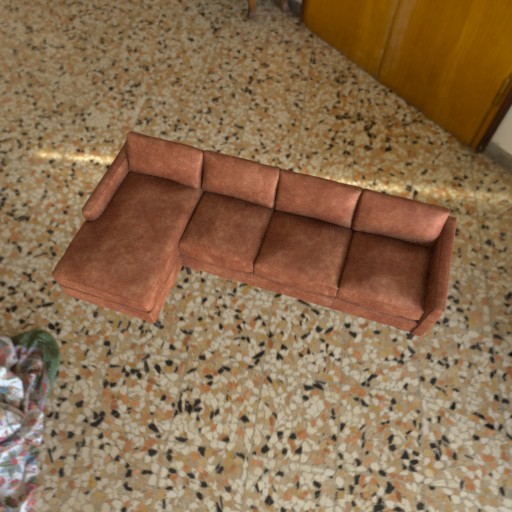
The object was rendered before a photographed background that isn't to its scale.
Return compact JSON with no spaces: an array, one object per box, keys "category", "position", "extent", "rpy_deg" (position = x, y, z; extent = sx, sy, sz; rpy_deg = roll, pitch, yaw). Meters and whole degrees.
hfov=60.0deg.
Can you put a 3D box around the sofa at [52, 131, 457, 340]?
[{"category":"sofa","position":[0.000,0.000,3.684],"extent":[2.993,0.859,1.471],"rpy_deg":[16,60,9]}]
